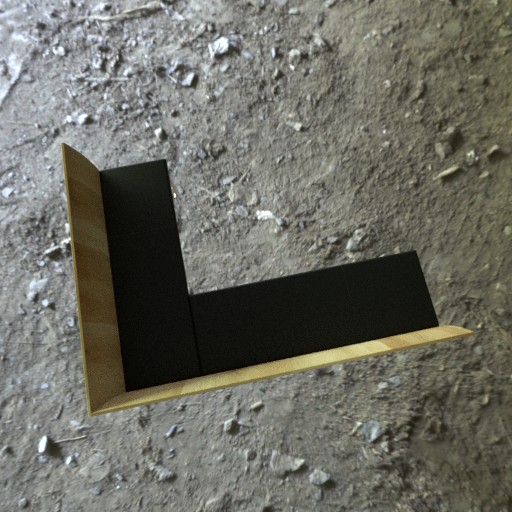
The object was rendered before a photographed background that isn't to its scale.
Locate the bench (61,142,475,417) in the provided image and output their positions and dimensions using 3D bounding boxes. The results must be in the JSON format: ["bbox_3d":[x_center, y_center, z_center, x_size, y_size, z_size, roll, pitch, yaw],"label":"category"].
[{"bbox_3d":[0.000,0.000,2.814,1.945,0.930,1.495,-11,75,-3],"label":"bench"}]
